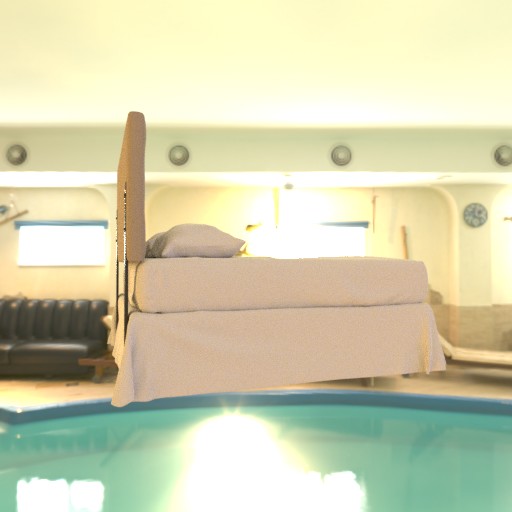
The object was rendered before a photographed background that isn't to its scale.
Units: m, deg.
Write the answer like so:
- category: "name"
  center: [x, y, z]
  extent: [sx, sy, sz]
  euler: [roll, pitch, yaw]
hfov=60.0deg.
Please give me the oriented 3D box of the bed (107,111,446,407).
- category: "bed"
  center: [0.000, 0.000, 3.521]
  extent: [2.222, 1.577, 1.936]
  euler: [0, -1, -19]
